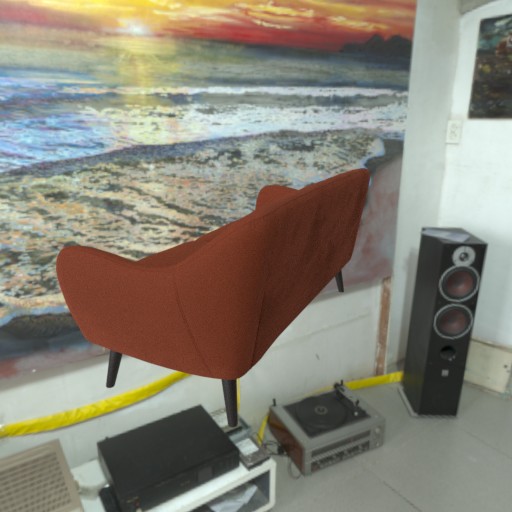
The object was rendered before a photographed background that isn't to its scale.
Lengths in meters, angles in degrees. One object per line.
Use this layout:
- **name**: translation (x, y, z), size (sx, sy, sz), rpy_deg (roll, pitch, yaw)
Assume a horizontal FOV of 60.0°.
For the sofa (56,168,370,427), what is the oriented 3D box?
- **sofa**: translation (0.000, 0.000, 2.294), size (0.820, 0.836, 1.840), rpy_deg (8, 19, 25)
